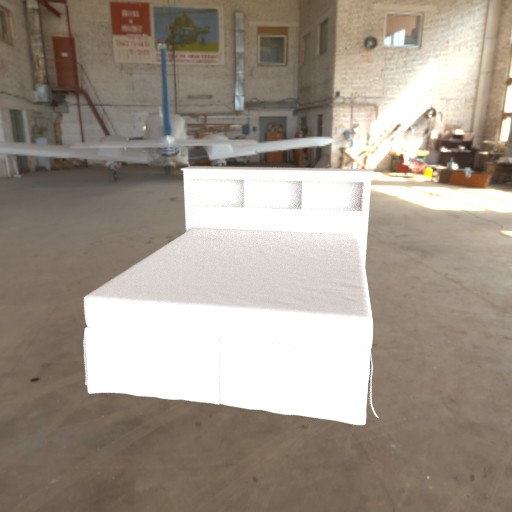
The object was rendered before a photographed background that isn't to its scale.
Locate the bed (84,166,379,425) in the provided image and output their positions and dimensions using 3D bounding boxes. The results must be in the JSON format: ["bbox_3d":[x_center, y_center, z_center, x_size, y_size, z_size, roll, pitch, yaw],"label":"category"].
[{"bbox_3d":[0.000,0.000,3.200,1.671,1.092,2.133,3,16,11],"label":"bed"}]
